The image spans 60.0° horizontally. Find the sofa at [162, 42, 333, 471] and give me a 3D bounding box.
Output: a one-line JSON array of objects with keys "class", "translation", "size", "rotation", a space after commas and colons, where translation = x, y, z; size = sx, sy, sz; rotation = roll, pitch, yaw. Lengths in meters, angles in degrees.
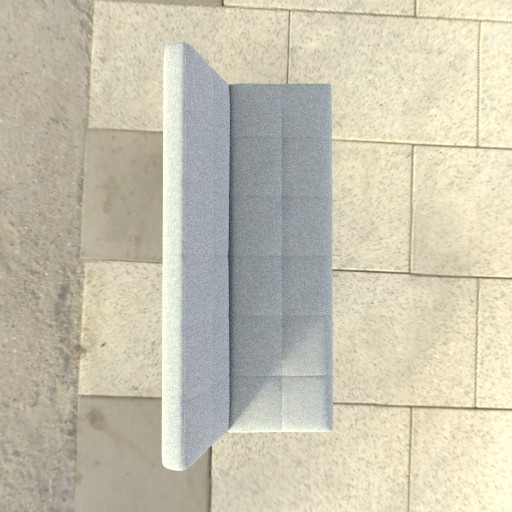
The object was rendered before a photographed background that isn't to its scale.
[{"class": "sofa", "translation": [0.000, 0.000, 2.233], "size": [0.800, 0.800, 1.820], "rotation": [0, 89, -1]}]
